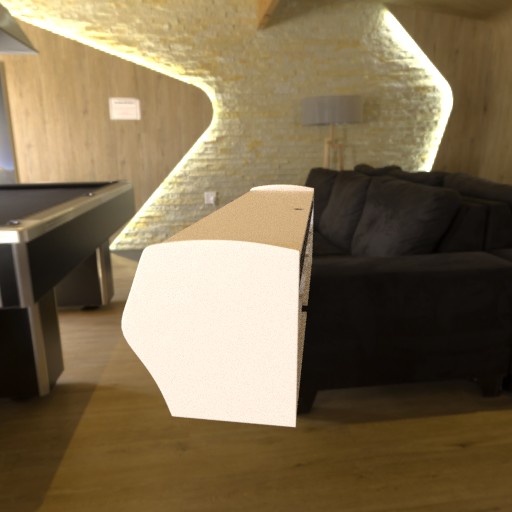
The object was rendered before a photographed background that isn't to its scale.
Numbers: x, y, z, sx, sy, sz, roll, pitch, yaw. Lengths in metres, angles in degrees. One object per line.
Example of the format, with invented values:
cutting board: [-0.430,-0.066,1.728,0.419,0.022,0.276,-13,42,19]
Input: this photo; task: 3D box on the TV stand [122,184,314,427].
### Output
TV stand: [0.000,0.000,1.680,0.397,0.424,1.473,2,14,8]
